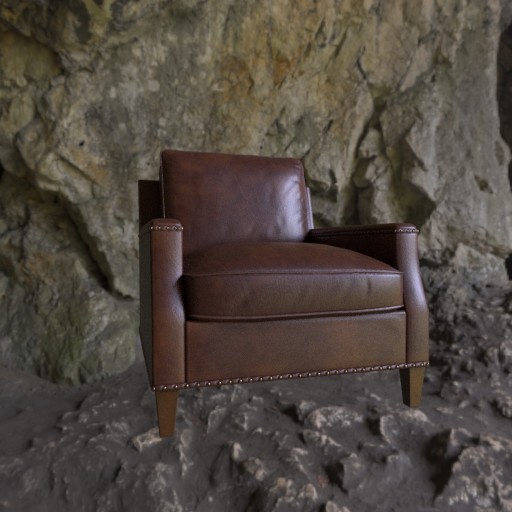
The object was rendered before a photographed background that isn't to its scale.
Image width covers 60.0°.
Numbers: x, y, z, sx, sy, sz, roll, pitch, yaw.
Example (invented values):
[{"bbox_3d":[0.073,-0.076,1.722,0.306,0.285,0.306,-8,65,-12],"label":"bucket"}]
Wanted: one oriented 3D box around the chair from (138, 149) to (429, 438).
[{"bbox_3d":[0.000,0.000,1.703,0.853,0.929,1.014,0,1,-17],"label":"chair"}]
